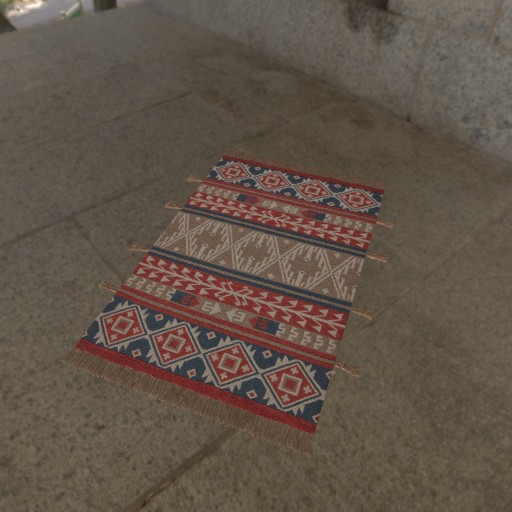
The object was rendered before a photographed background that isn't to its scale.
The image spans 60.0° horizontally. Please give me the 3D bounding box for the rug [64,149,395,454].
[{"bbox_3d":[0.000,0.000,3.176,1.778,0.048,2.450,15,47,14],"label":"rug"}]
